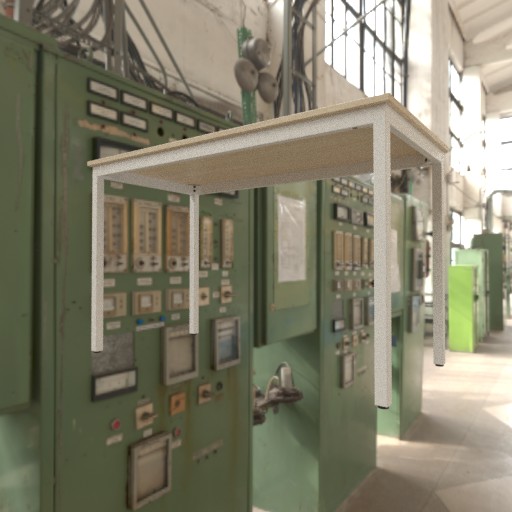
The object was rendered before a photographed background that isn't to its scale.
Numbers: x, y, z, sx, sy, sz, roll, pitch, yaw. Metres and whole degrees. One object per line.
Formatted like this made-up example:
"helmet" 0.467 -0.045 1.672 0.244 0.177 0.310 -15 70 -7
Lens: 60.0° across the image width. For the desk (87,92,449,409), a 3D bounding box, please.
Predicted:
"desk" 0.000 0.000 1.624 1.200 0.750 0.600 -1 -1 36
